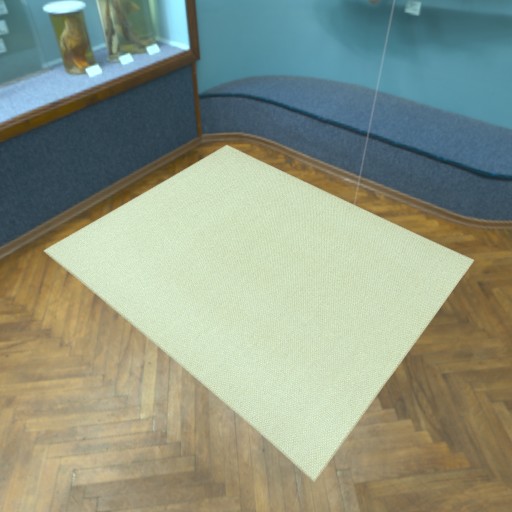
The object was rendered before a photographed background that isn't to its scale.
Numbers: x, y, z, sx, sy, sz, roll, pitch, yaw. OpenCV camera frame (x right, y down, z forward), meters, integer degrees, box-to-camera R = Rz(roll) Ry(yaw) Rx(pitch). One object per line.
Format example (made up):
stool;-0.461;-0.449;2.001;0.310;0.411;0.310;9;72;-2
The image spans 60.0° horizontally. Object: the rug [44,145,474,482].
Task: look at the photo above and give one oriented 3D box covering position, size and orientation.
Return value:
rug;0.000;0.000;4.008;3.039;0.018;2.462;31;52;28
